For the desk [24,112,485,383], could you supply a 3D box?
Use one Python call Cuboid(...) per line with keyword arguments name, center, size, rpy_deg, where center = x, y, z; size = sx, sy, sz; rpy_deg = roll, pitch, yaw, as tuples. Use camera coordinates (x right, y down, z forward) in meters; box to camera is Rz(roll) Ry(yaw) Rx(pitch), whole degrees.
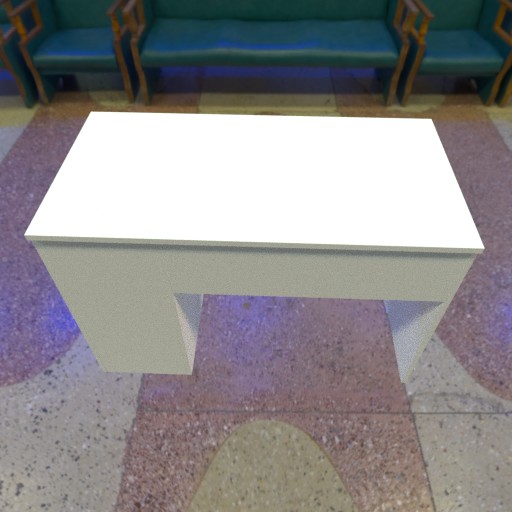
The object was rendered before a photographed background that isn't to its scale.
Cuboid(name="desk", center=(0.000, 0.000, 1.509), size=(1.096, 0.730, 0.560), rpy_deg=(2, 48, 2))
